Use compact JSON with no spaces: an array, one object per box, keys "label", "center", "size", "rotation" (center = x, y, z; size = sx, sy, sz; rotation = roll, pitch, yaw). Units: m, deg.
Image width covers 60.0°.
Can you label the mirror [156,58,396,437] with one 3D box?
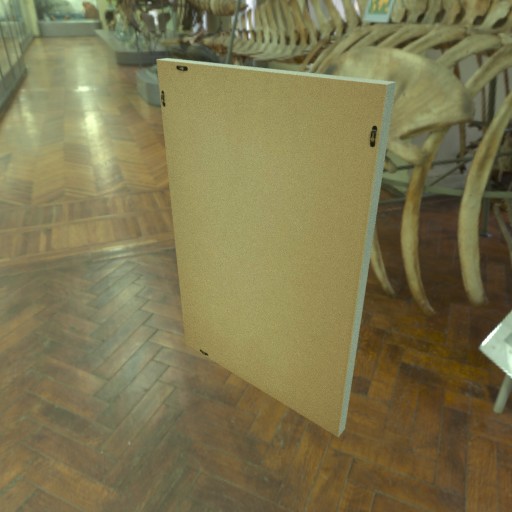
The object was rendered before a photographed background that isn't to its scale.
[{"label":"mirror","center":[0.000,0.000,1.167],"size":[0.609,0.915,0.041],"rotation":[22,36,33]}]
